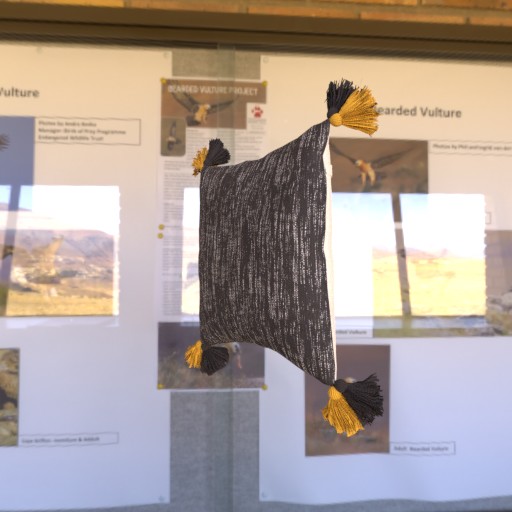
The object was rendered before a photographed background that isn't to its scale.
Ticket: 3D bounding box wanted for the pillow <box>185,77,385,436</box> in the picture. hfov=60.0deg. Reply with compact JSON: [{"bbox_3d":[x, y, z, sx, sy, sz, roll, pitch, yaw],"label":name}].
[{"bbox_3d":[0.000,0.000,0.988,0.139,0.659,0.654,1,-2,-36],"label":"pillow"}]
